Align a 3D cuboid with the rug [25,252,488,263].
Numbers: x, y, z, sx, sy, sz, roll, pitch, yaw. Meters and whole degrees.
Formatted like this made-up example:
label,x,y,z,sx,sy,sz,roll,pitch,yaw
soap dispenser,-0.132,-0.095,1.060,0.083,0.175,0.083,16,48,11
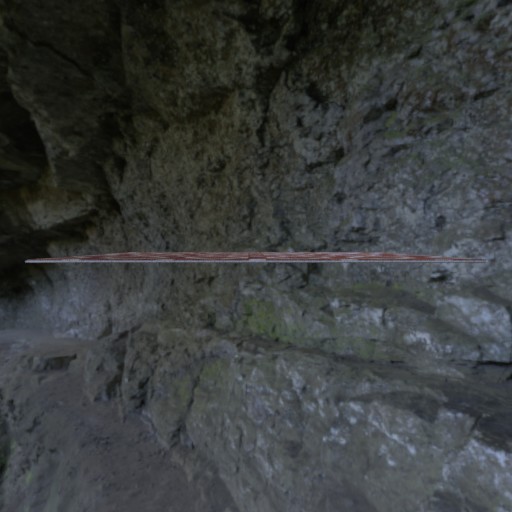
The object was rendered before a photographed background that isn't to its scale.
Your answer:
label,x,y,z,sx,sy,sz,roll,pitch,yaw
rug,0.000,0.000,4.149,3.049,0.021,2.466,0,2,0
